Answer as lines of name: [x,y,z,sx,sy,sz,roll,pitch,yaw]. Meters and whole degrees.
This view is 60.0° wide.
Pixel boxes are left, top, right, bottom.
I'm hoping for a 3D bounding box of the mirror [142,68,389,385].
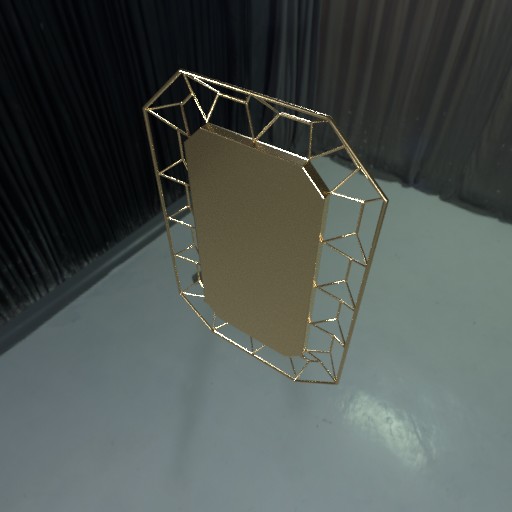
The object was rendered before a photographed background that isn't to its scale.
mirror: [0.000,0.000,1.101,0.572,0.870,0.051,26,52,23]
